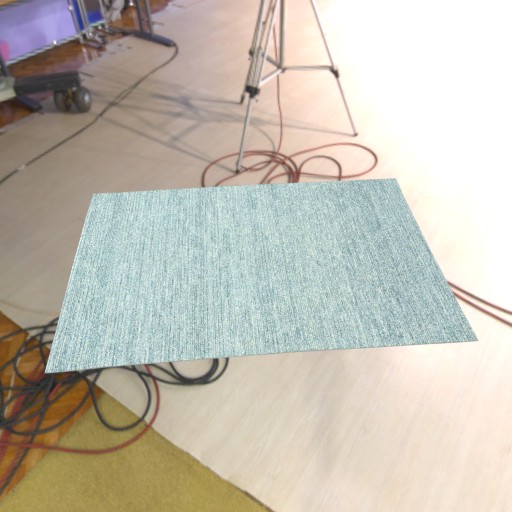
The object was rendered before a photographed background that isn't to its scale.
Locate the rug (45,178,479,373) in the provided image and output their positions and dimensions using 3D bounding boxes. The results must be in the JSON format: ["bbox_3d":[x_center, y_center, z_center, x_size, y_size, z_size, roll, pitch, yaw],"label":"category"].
[{"bbox_3d":[0.000,0.000,2.278,1.853,0.022,1.174,-3,47,-3],"label":"rug"}]
